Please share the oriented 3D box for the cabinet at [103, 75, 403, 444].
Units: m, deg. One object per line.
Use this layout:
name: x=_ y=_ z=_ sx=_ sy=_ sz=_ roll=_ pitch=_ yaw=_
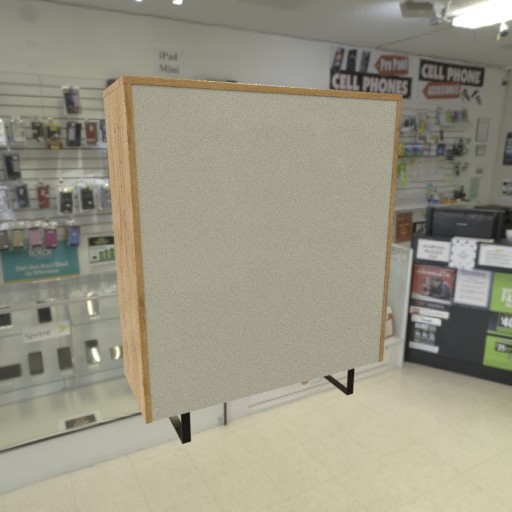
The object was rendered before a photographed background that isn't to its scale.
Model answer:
cabinet: x=0.000 y=0.000 z=2.015 sx=1.168 sy=1.397 sz=0.473 roll=-7 pitch=15 yaw=-26
